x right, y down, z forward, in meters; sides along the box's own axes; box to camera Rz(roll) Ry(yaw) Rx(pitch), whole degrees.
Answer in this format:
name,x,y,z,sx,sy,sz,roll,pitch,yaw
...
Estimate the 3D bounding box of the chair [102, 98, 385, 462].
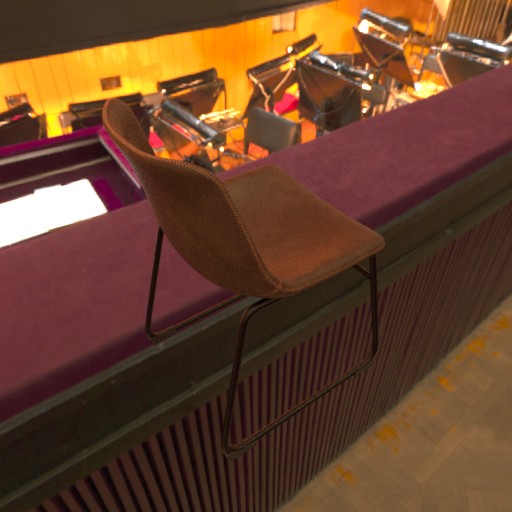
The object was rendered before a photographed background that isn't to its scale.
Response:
name,x,y,z,sx,sy,sz,roll,pitch,yaw
chair,0.000,0.000,1.081,0.551,0.780,0.460,-24,46,-26
